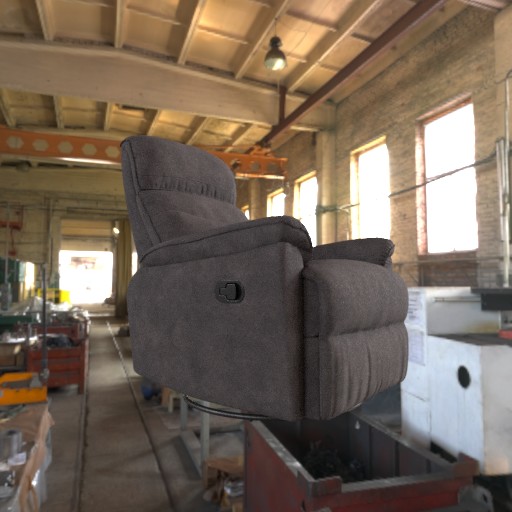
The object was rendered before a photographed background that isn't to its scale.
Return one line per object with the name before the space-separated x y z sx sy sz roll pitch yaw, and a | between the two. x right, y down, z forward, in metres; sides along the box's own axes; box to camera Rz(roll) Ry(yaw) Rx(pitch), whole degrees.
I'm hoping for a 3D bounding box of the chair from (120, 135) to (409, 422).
chair | 0.000 0.000 1.713 1.009 1.035 0.830 -3 -4 37
